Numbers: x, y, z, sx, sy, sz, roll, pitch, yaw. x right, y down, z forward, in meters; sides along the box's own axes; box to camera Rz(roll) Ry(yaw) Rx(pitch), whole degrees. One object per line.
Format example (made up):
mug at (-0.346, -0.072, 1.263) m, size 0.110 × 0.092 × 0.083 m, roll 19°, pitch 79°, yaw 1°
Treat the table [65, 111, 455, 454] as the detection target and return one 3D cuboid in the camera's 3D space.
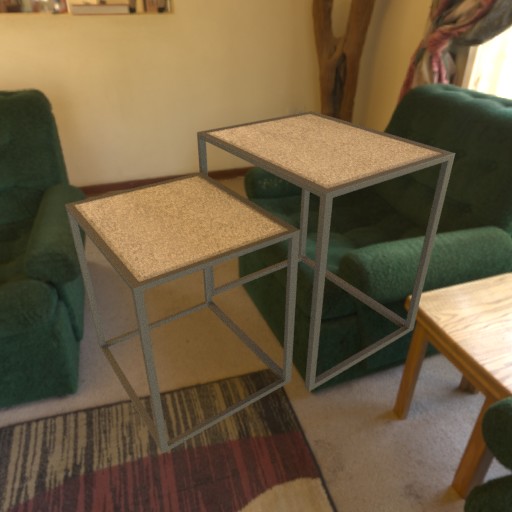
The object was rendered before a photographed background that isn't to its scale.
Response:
table at (0.000, 0.000, 1.164) m, size 0.788 × 0.540 × 0.508 m, roll -20°, pitch 37°, yaw -30°
